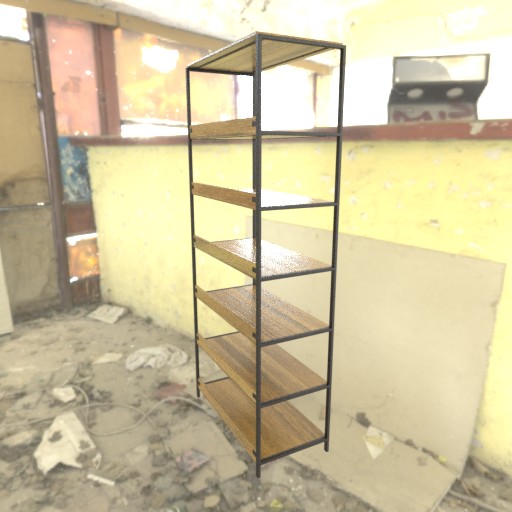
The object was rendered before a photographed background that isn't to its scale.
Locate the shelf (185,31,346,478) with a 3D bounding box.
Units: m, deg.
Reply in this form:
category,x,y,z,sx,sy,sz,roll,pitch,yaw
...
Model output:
category,x,y,z,sx,sy,sz,roll,pitch,yaw
shelf,0.000,0.000,2.398,0.431,2.015,0.847,-7,15,-27
